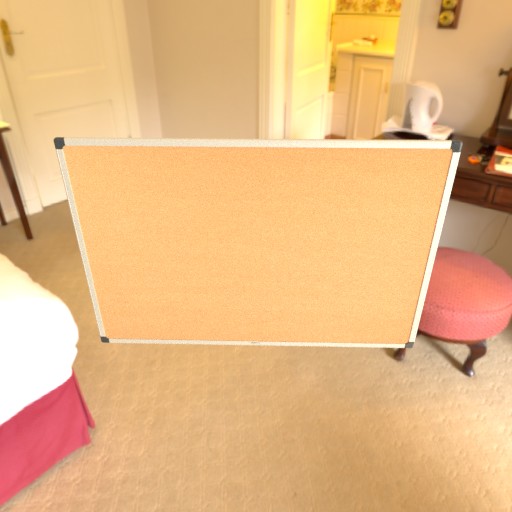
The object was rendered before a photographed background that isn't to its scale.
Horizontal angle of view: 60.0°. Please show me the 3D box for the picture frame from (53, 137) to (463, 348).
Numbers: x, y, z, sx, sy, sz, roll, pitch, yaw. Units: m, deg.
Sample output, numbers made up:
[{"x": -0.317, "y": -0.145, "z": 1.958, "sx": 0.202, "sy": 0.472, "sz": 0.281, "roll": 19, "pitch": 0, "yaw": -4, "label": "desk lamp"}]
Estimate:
[{"x": 0.000, "y": 0.000, "z": 1.127, "sx": 0.900, "sy": 0.600, "sz": 0.010, "roll": 1, "pitch": 31, "yaw": 1, "label": "picture frame"}]
